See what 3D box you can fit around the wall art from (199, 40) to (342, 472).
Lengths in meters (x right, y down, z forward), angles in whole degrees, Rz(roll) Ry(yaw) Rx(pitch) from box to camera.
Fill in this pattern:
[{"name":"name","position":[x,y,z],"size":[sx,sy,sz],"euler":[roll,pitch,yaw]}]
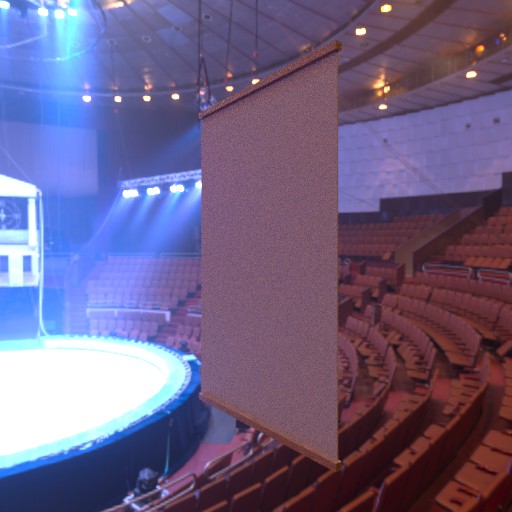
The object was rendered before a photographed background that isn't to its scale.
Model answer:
[{"name":"wall art","position":[0.000,0.000,1.966],"size":[0.030,1.519,0.990],"euler":[0,0,-36]}]
